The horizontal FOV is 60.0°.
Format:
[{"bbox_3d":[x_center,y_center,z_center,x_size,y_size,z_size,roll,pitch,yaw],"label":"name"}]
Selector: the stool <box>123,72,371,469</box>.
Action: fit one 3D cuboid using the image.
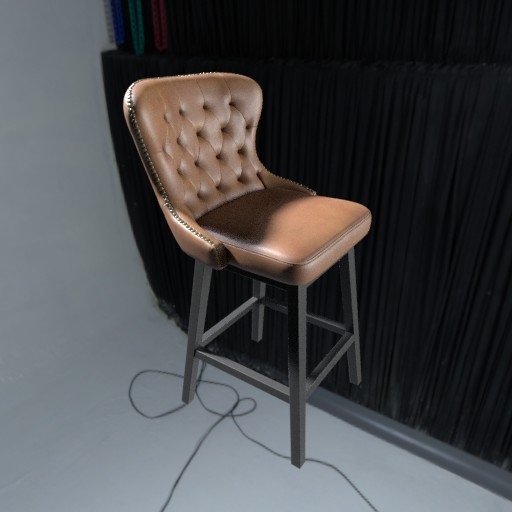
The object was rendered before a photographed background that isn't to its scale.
[{"bbox_3d":[0.000,0.000,1.313,0.593,0.971,0.528,17,31,31],"label":"stool"}]
